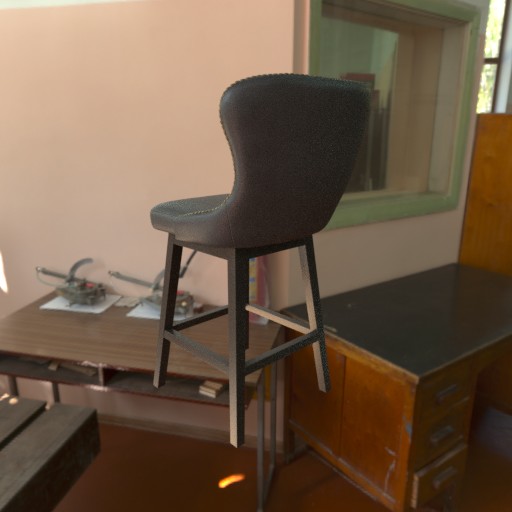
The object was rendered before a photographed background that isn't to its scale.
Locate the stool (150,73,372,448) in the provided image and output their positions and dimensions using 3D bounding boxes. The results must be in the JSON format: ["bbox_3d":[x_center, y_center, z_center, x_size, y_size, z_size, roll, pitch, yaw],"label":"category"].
[{"bbox_3d":[0.000,0.000,1.352,0.528,0.971,0.593,-14,21,-41],"label":"stool"}]
